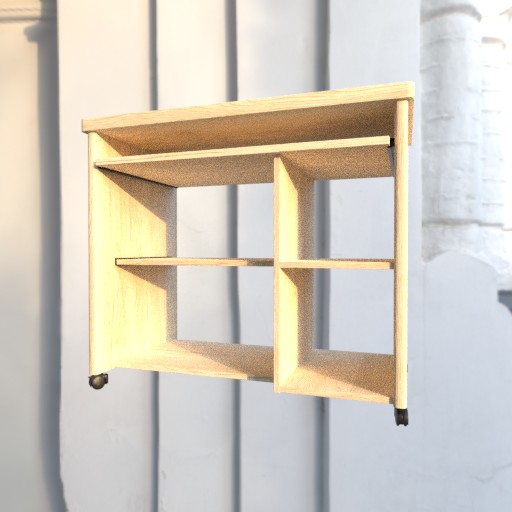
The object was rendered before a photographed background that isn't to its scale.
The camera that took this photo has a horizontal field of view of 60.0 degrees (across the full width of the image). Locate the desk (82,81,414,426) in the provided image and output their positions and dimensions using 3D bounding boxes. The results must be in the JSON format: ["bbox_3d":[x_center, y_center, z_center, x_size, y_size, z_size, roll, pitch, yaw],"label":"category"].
[{"bbox_3d":[0.000,0.000,1.332,0.885,0.770,0.480,0,1,19],"label":"desk"}]
